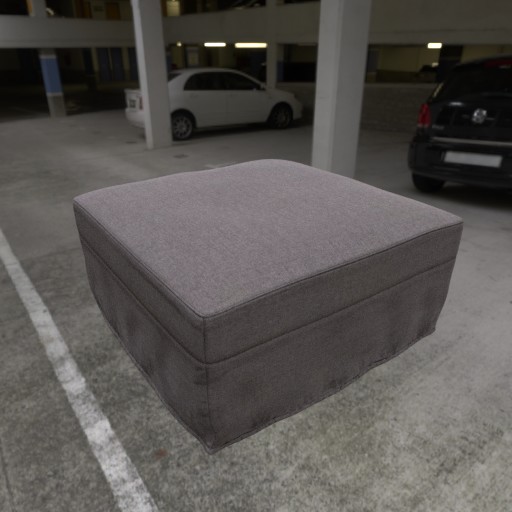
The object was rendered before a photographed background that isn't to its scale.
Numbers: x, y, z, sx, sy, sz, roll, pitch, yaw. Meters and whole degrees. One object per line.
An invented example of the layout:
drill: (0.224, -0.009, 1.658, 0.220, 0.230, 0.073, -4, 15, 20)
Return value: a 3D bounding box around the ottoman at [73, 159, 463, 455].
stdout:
ottoman: (0.000, 0.000, 1.353, 0.843, 0.436, 0.840, -17, 31, -32)
